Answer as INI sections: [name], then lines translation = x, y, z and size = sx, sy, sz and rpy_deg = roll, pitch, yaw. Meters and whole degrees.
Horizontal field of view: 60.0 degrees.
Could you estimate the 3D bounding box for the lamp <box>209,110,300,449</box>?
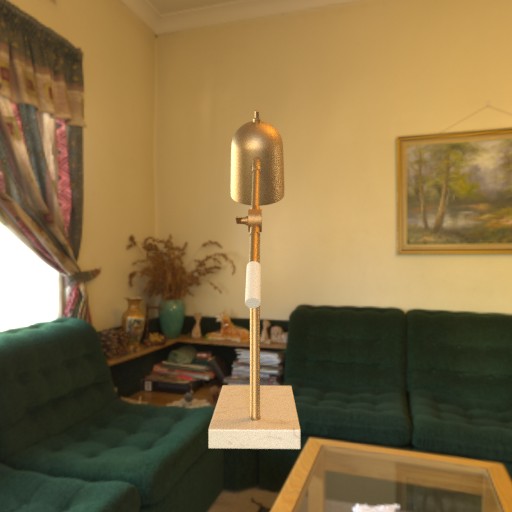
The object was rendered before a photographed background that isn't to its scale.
[lamp]
translation = 0.000, 0.000, 0.825
size = 0.144, 0.603, 0.471
rpy_deg = 0, 0, 1
